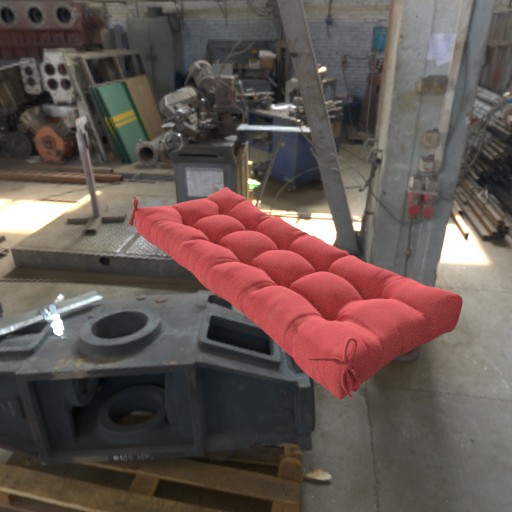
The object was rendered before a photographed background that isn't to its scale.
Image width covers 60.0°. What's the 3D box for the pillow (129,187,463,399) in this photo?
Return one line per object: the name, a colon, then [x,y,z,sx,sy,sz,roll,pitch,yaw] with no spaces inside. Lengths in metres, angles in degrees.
pillow: [0.000,0.000,1.418,0.511,0.174,1.194,-18,32,-32]
